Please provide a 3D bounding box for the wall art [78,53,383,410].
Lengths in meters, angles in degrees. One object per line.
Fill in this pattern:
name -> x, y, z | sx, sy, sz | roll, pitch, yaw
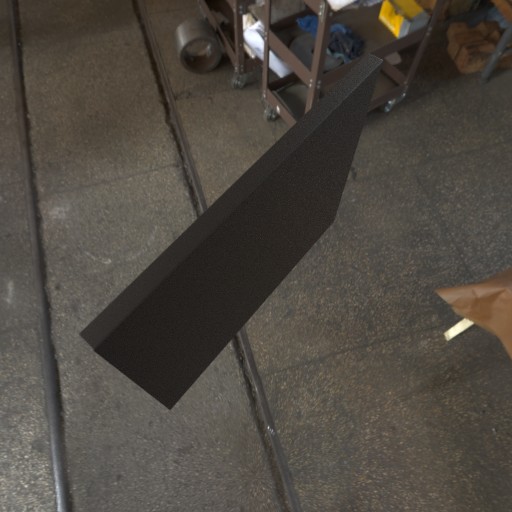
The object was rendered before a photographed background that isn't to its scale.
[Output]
wall art -> 0.000, 0.000, 0.761 | 0.031, 0.457, 0.558 | 36, 69, 16
